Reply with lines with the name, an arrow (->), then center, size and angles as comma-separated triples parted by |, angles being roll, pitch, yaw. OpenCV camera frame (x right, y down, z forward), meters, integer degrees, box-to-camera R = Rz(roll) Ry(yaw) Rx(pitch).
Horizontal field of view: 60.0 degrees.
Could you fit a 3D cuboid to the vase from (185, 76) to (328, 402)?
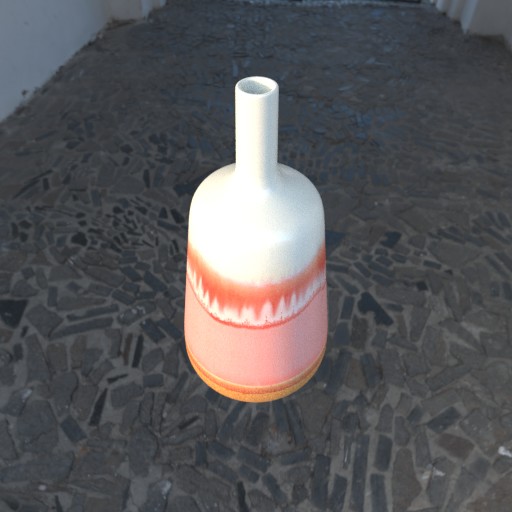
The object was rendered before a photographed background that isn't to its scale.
vase -> 0.000, 0.000, 0.374 | 0.144, 0.296, 0.144 | 0, 47, 0
